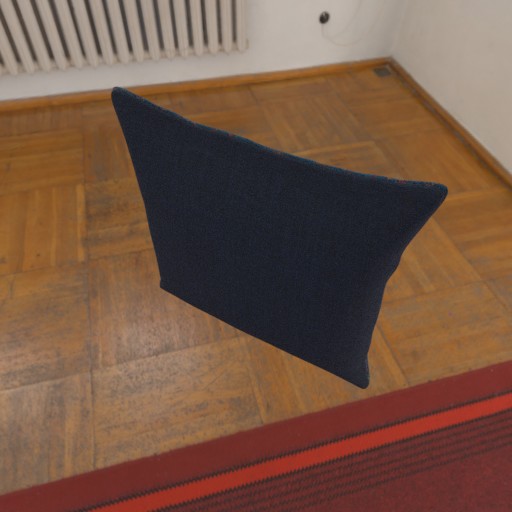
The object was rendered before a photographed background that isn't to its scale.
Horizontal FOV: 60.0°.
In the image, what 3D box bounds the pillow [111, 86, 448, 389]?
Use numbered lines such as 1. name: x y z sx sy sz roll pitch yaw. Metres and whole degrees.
1. pillow: 0.000 0.000 0.656 0.431 0.431 0.141 23 52 19
